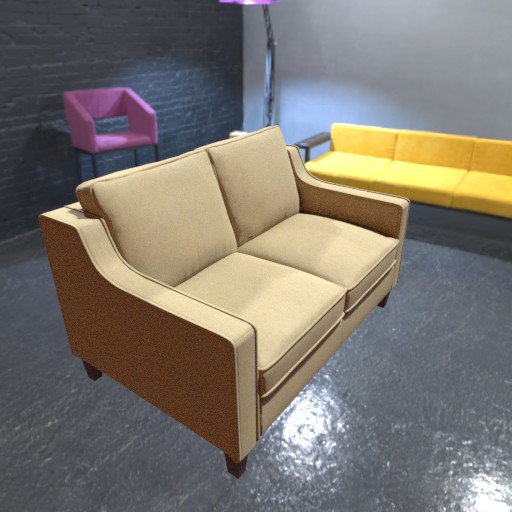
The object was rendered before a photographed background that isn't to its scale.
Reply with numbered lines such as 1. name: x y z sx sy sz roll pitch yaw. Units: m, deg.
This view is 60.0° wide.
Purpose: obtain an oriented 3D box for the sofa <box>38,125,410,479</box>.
1. sofa: 0.000 0.000 2.127 0.987 0.971 1.501 18 32 32
